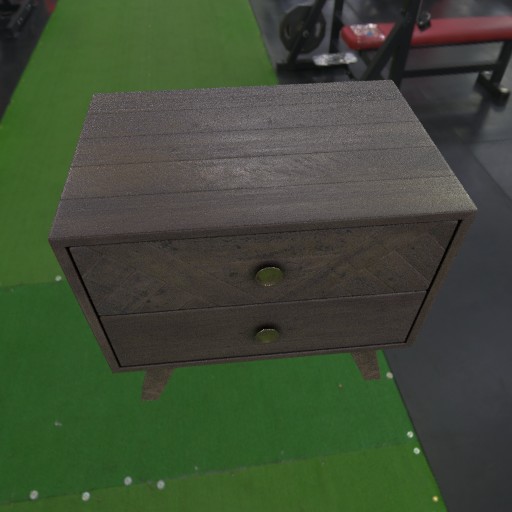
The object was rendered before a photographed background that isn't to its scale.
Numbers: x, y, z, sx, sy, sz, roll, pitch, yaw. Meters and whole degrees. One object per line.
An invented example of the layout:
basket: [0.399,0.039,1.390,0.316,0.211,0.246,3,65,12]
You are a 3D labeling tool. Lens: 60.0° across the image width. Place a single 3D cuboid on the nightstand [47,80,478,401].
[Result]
nightstand: [0.000,0.000,1.027,0.650,0.599,0.450,-4,47,-4]
